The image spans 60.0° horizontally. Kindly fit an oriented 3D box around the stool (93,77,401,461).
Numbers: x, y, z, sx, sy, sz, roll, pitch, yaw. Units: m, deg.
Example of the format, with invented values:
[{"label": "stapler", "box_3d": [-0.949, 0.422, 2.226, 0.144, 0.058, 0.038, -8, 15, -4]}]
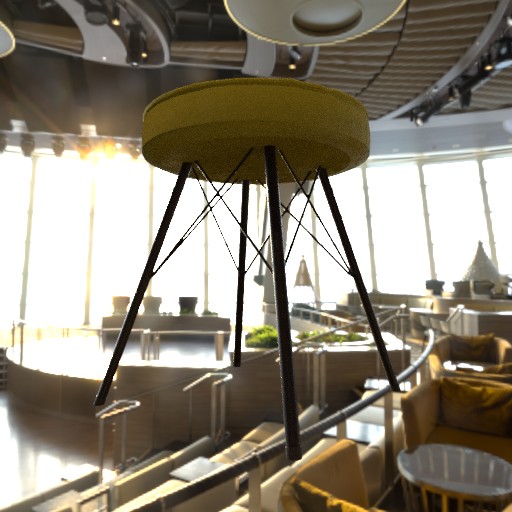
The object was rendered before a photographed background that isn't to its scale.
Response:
[{"label": "stool", "box_3d": [0.000, 0.000, 0.809, 0.409, 0.508, 0.409, -2, -3, 35]}]
